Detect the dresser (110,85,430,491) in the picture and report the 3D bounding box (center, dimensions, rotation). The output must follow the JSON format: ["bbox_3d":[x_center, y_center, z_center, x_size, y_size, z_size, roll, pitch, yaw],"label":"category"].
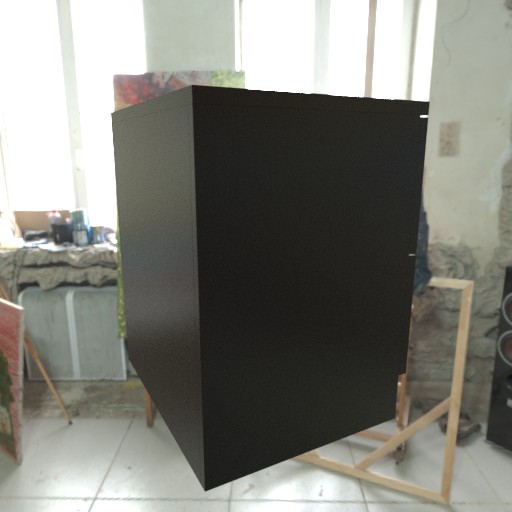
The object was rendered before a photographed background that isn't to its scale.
[{"bbox_3d":[0.000,0.000,0.741,0.360,0.470,0.400,-7,15,-28],"label":"dresser"}]
